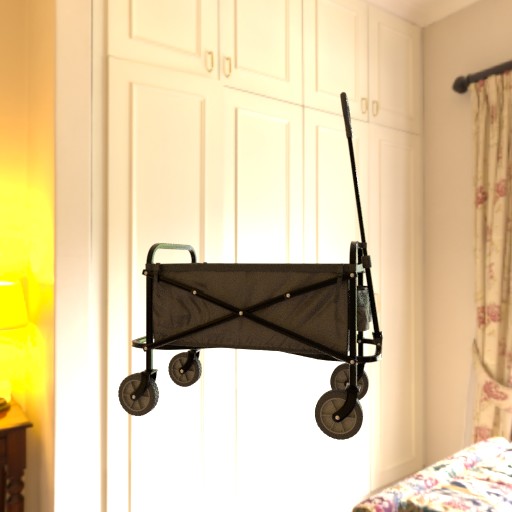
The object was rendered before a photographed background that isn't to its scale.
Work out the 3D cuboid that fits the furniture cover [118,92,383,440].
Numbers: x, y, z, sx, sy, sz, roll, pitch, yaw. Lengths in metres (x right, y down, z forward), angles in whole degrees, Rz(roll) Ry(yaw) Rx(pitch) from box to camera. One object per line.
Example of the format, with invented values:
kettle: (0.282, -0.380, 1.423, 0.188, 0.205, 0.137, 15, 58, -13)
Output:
furniture cover: (0.000, 0.000, 1.887, 1.038, 1.295, 0.532, 0, 0, 17)
